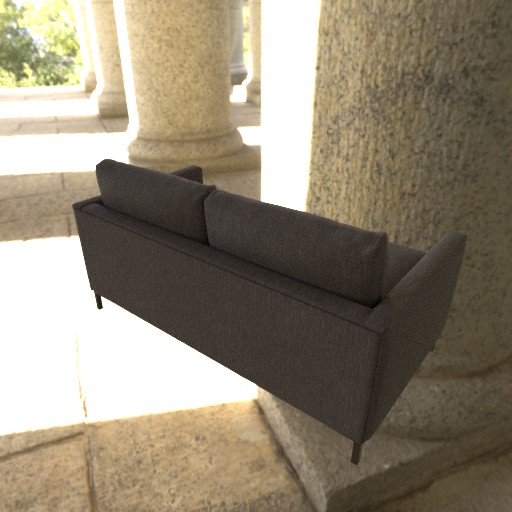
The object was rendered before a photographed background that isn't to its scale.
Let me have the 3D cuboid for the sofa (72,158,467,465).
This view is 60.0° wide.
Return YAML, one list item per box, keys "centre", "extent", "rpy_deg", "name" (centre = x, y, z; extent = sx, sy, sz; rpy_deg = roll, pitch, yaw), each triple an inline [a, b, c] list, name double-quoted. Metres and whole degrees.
- centre: [0.000, 0.000, 2.140]
  extent: [1.682, 0.840, 0.875]
  rpy_deg: [20, 34, 33]
  name: "sofa"
